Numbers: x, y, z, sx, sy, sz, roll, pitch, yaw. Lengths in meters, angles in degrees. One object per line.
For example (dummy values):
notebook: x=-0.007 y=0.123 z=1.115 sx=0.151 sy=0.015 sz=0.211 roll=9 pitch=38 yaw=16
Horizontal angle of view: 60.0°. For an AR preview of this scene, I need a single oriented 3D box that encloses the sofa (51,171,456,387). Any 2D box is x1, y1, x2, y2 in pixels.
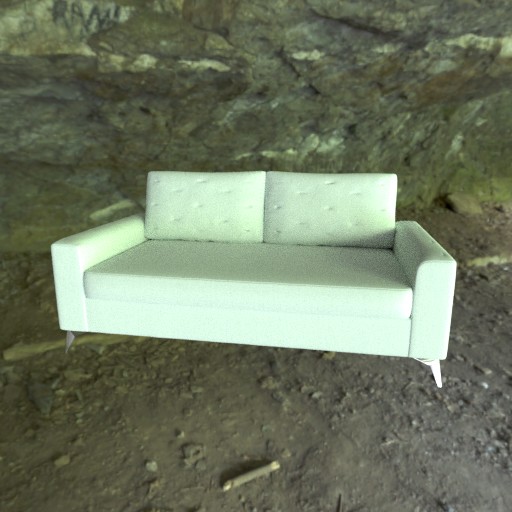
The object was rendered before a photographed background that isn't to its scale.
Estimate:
sofa: x=0.000 y=0.000 z=2.178 sx=1.650 sy=0.790 sz=0.920 roll=3 pitch=14 yaw=10
